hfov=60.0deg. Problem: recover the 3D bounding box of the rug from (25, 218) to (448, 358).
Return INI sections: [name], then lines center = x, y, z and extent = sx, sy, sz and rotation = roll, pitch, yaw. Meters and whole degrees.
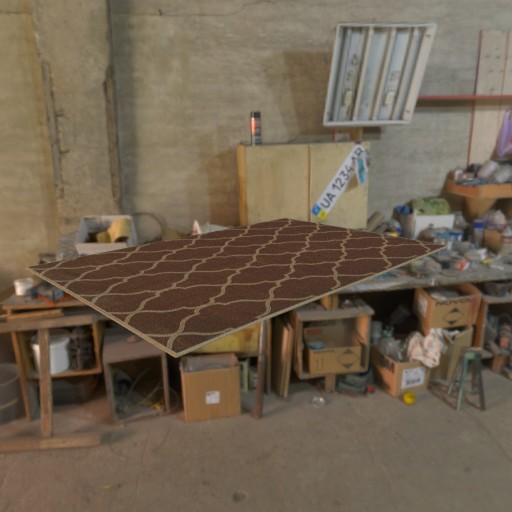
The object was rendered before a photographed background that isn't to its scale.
[rug]
center = 0.000, 0.000, 2.842
extent = 2.294, 0.014, 1.528
rotation = -15, 21, -43
